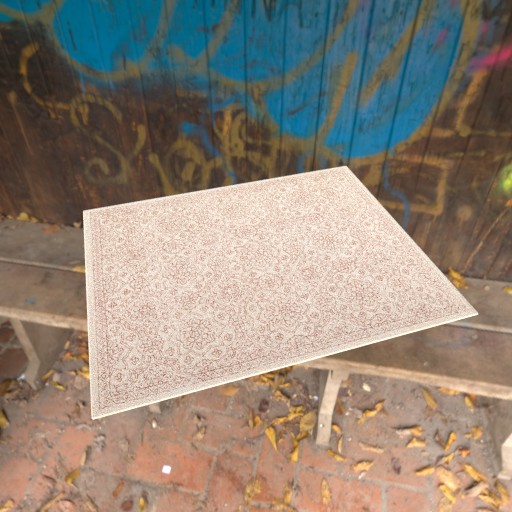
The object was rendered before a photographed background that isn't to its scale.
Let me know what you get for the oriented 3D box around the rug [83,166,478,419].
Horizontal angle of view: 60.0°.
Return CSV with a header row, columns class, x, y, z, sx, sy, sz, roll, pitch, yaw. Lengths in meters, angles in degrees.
class,x,y,z,sx,sy,sz,roll,pitch,yaw
rug,0.000,0.000,4.146,3.050,0.015,2.441,-12,43,-13
